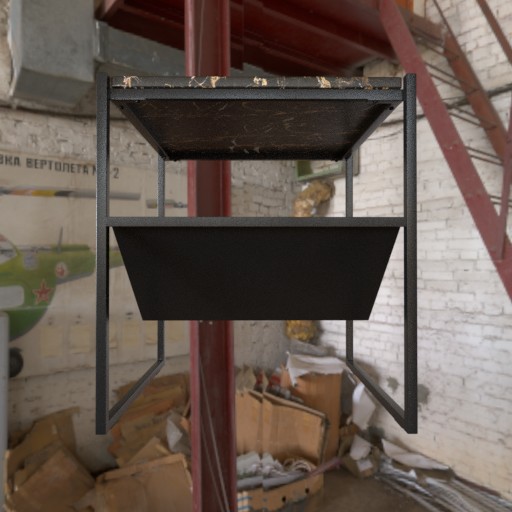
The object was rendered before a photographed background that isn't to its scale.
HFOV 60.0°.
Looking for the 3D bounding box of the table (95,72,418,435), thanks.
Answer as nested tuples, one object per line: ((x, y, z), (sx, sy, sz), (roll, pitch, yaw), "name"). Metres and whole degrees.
((0.000, 0.000, 0.862), (0.469, 0.534, 0.432), (0, -1, 0), "table")
